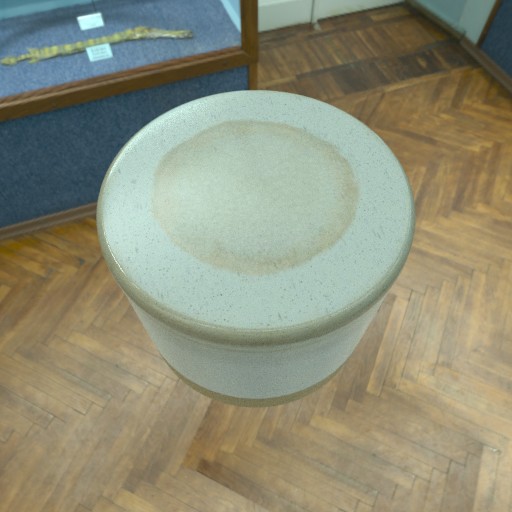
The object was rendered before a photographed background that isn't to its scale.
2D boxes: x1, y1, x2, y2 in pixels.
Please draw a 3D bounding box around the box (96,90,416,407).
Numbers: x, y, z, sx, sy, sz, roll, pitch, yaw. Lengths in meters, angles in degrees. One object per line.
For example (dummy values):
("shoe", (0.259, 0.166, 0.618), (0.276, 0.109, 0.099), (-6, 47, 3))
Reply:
("box", (0.000, 0.000, 0.264), (0.154, 0.123, 0.154), (0, 58, 0))
